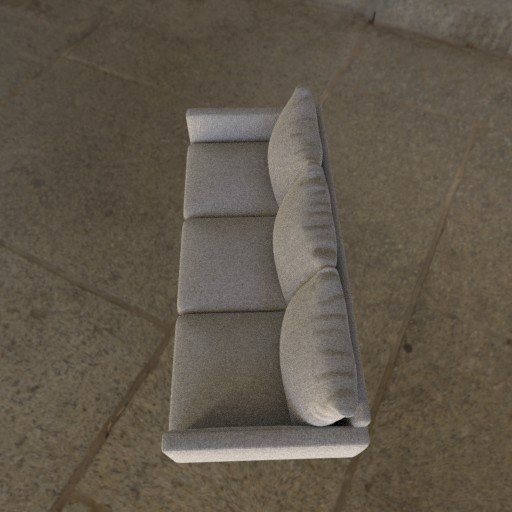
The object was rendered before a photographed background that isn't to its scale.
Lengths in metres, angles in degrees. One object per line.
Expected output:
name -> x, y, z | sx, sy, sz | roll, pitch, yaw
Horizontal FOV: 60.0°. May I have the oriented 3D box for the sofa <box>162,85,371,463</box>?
sofa -> 0.000, 0.000, 2.406 | 0.850, 0.830, 2.000 | -2, 59, -1
